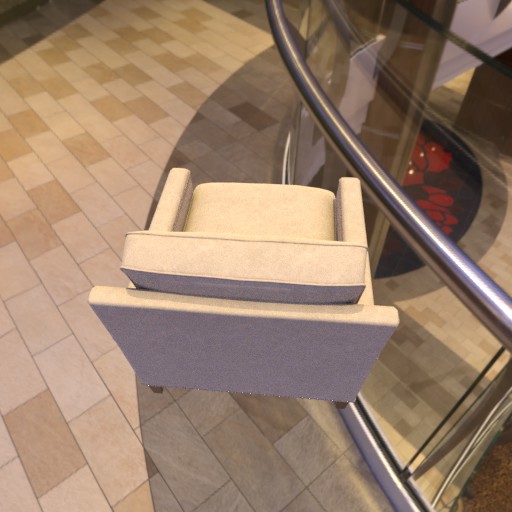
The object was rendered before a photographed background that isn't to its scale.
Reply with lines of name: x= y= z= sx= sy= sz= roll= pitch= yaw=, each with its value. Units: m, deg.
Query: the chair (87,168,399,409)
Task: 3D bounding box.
chair: x=0.000 y=0.000 z=1.761 sx=0.853 sy=0.943 sz=1.014 roll=4 pitch=48 yaw=3
